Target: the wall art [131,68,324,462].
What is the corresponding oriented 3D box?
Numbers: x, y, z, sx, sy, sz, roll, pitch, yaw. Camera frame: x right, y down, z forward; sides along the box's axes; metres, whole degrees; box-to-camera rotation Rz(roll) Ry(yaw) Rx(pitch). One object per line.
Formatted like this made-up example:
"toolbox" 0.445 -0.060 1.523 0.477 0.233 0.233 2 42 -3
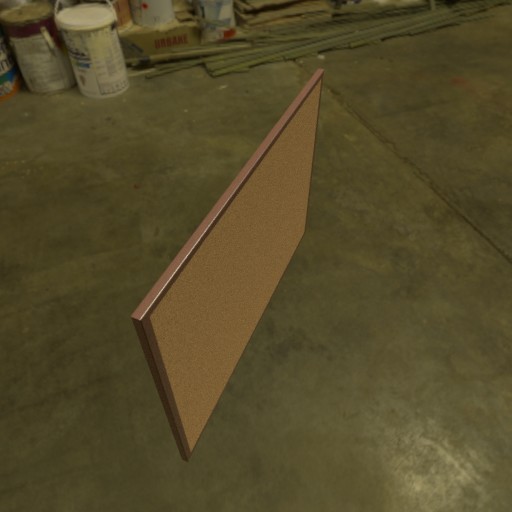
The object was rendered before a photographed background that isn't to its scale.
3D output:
"wall art" 0.000 0.000 0.854 0.014 0.455 0.660 18 50 16
